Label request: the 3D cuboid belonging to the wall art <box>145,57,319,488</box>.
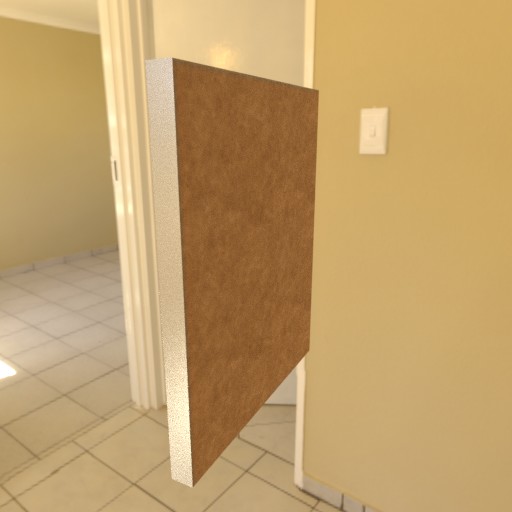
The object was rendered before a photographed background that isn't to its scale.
[{"bbox_3d":[0.000,0.000,0.744,0.037,0.554,0.453,8,18,26],"label":"wall art"}]
